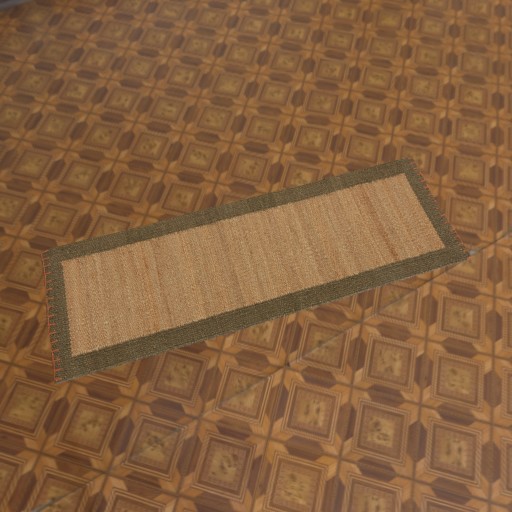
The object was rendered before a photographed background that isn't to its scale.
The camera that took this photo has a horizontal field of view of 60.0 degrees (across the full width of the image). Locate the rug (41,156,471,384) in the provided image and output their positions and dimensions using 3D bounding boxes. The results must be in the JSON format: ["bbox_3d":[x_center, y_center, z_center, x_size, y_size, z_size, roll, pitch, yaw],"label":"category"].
[{"bbox_3d":[0.000,0.000,2.601,2.413,0.016,0.810,-15,64,-8],"label":"rug"}]
